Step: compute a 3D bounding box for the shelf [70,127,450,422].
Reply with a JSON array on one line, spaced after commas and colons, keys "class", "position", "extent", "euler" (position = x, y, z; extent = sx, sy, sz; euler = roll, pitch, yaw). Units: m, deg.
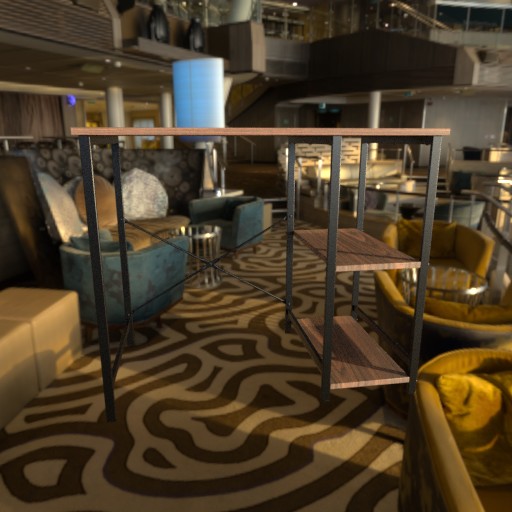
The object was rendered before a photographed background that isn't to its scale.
[{"class": "shelf", "position": [0.000, 0.000, 1.370], "extent": [0.902, 0.750, 0.498], "euler": [-2, 15, -9]}]
